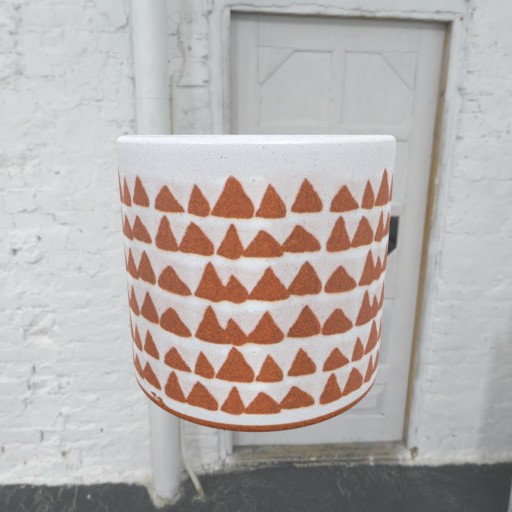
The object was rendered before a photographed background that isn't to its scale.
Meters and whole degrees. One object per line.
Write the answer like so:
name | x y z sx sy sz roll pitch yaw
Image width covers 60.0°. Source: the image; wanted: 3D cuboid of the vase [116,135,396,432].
vase | 0.000 0.000 0.242 0.137 0.127 0.137 0 15 0
